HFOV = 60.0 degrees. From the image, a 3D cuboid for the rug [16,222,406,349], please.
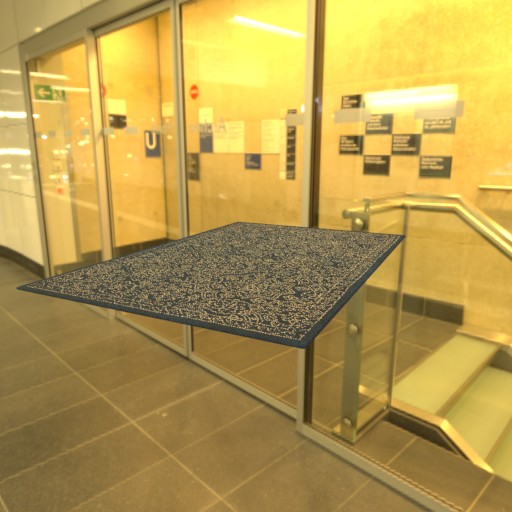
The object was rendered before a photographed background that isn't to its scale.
[{"bbox_3d":[0.000,0.000,2.285,1.219,0.010,1.829,7,15,26],"label":"rug"}]
